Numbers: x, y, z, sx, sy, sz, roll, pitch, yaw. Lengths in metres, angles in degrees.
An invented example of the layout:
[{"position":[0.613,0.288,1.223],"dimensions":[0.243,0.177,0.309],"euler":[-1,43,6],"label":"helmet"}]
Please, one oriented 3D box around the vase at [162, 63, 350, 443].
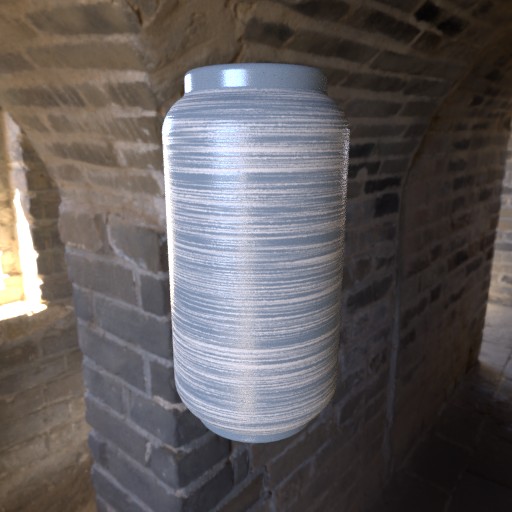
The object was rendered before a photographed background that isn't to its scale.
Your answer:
[{"position":[0.000,0.000,0.300],"dimensions":[0.116,0.230,0.116],"euler":[0,15,0],"label":"vase"}]
